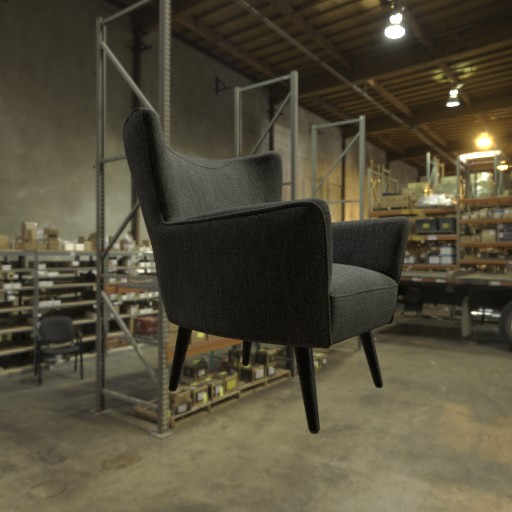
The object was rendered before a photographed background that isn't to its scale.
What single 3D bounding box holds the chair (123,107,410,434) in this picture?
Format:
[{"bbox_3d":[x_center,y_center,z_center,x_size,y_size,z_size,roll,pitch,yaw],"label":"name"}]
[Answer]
[{"bbox_3d":[0.000,0.000,1.586,0.888,0.933,0.781,0,1,35],"label":"chair"}]
